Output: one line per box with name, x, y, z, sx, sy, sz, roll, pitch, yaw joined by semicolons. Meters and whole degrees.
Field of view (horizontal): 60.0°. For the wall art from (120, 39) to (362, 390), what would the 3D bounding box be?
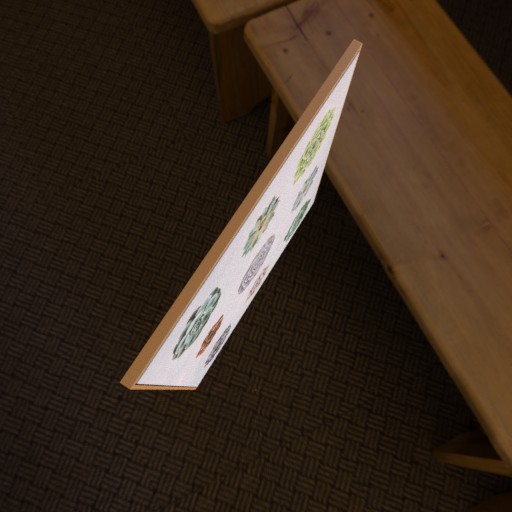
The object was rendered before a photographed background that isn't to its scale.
wall art;0.000;0.000;0.682;0.013;0.455;0.457;31;76;9
